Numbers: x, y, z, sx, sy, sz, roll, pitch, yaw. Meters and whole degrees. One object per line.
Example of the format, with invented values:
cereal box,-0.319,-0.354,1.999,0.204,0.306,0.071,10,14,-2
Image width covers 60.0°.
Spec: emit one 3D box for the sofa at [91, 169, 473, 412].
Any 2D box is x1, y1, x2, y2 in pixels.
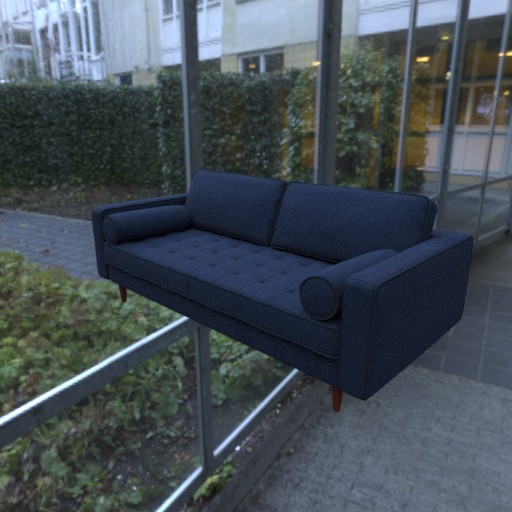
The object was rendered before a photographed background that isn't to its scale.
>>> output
sofa,0.000,0.000,2.354,1.880,0.762,0.914,16,23,41
